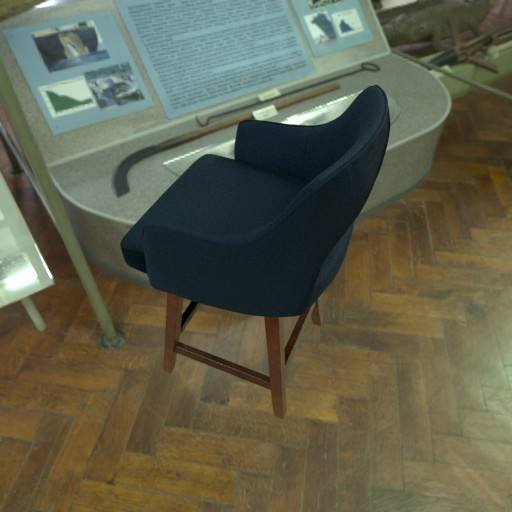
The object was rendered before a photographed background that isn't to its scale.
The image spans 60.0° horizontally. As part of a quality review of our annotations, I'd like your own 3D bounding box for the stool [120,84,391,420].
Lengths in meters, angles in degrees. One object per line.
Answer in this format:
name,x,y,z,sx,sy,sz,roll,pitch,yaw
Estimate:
stool,0.000,0.000,1.262,0.560,0.940,0.550,17,47,16
